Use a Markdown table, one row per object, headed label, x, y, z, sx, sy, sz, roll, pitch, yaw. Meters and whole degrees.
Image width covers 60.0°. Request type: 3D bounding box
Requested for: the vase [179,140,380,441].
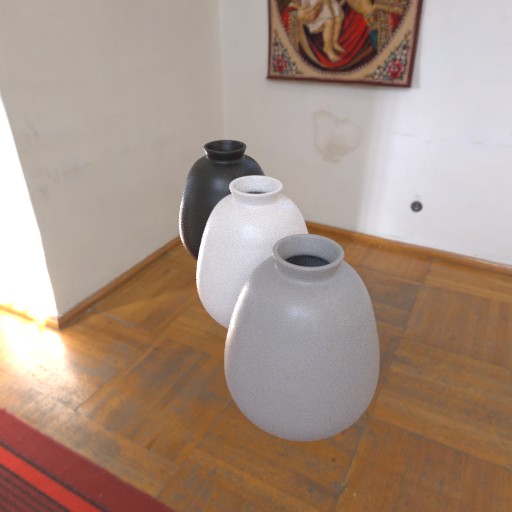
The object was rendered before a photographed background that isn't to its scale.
| label | x | y | z | sx | sy | sz | roll | pitch | yaw |
| --- | --- | --- | --- | --- | --- | --- | --- | --- | --- |
| vase | 0.000 | 0.000 | 0.356 | 0.097 | 0.122 | 0.297 | -9 | 32 | -14 |
